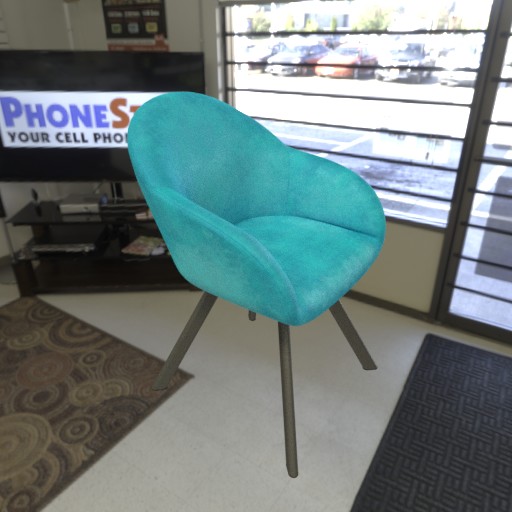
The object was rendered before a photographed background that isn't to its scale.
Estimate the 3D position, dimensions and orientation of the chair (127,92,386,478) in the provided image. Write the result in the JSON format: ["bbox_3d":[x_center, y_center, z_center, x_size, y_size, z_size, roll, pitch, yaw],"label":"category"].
[{"bbox_3d":[0.000,0.000,1.190,0.590,0.795,0.550,18,32,32],"label":"chair"}]
